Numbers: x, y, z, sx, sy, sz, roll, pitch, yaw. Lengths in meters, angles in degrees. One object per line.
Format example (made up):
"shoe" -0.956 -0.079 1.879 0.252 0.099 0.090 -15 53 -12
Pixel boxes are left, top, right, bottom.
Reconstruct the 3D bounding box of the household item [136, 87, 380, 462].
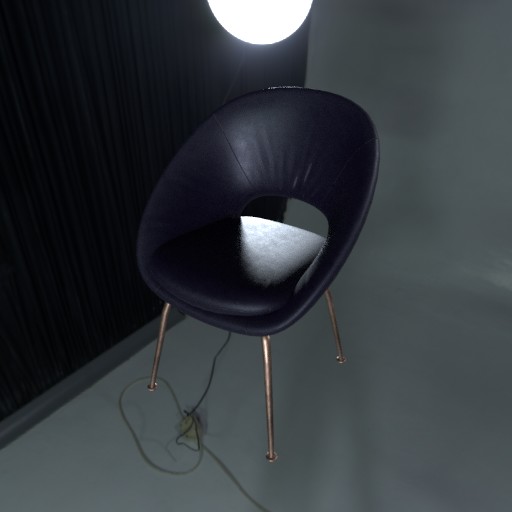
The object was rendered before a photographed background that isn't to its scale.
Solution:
"household item" 0.000 0.000 1.285 0.623 0.852 0.573 18 35 29
